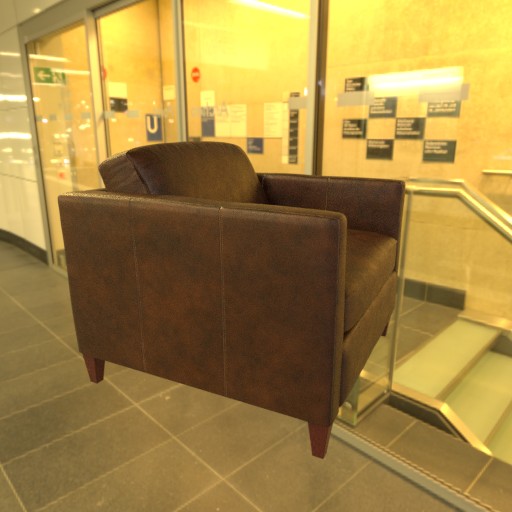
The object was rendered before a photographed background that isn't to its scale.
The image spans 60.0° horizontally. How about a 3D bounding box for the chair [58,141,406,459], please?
[{"bbox_3d":[0.000,0.000,1.734,0.975,0.864,0.990,8,17,26],"label":"chair"}]
